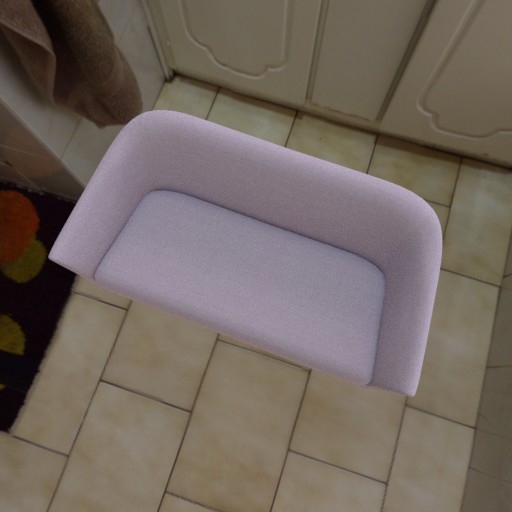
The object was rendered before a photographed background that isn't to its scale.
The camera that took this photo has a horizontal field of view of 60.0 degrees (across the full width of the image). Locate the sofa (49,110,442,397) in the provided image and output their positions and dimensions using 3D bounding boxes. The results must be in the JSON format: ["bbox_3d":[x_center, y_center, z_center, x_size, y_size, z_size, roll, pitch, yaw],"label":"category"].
[{"bbox_3d":[0.000,0.000,1.918,1.452,0.721,0.705,20,76,5],"label":"sofa"}]
